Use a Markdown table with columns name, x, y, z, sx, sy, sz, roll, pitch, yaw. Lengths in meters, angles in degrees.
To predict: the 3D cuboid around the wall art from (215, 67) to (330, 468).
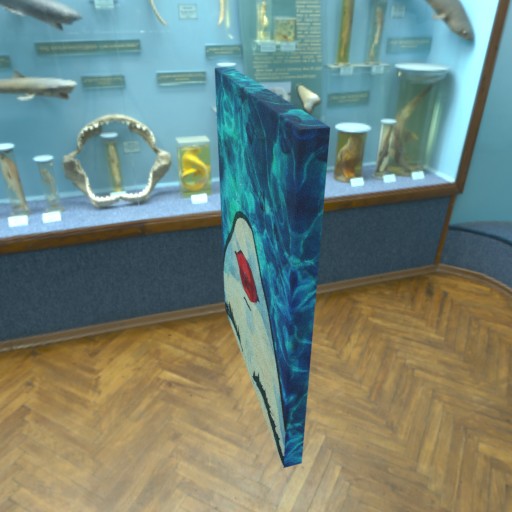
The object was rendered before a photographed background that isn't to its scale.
| name | x | y | z | sx | sy | sz | roll | pitch | yaw |
| --- | --- | --- | --- | --- | --- | --- | --- | --- | --- |
| wall art | 0.000 | 0.000 | 0.888 | 0.038 | 0.635 | 0.508 | -8 | 32 | -14 |
